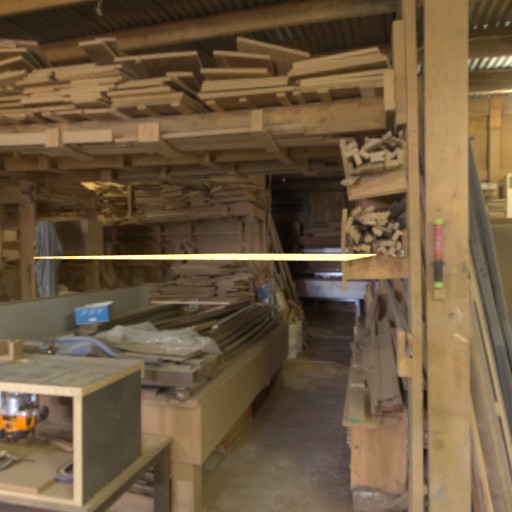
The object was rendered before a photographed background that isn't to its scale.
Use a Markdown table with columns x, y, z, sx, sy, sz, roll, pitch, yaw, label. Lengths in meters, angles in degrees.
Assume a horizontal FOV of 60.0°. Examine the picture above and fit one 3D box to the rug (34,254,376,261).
| x | y | z | sx | sy | sz | roll | pitch | yaw | label |
| --- | --- | --- | --- | --- | --- | --- | --- | --- | --- |
| 0.000 | 0.000 | 3.084 | 1.511 | 0.010 | 2.424 | 0 | 1 | 18 | rug |
